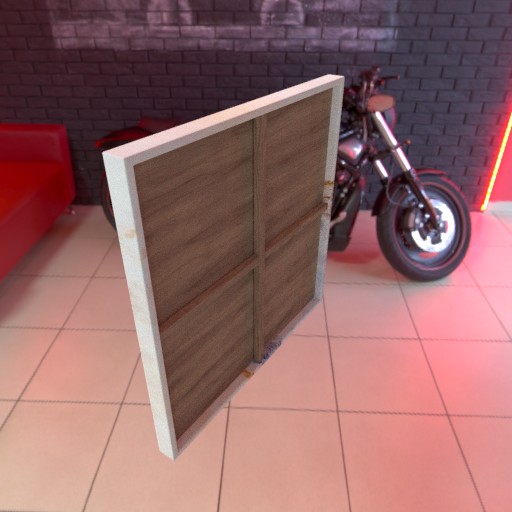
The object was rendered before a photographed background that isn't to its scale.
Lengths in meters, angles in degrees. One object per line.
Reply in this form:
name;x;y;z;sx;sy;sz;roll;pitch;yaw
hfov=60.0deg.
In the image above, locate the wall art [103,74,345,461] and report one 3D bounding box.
wall art;0.000;0.000;1.589;0.071;1.061;1.061;21;38;29
